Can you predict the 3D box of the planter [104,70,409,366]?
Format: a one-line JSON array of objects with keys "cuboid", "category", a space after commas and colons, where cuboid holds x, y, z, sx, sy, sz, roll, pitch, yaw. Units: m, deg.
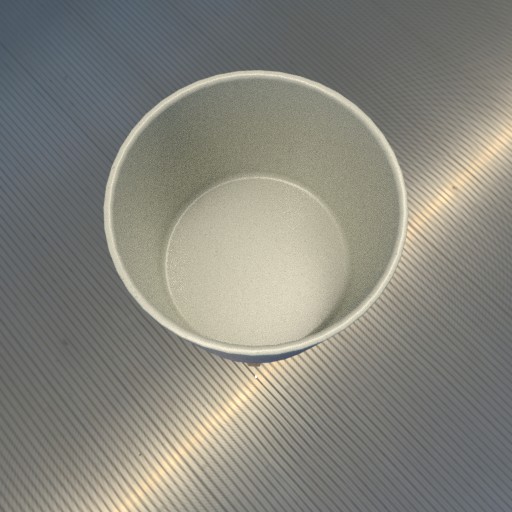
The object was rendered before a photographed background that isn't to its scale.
[{"cuboid": [0.000, 0.000, 0.556, 0.261, 0.367, 0.261, 0, 75, 0], "category": "planter"}]
